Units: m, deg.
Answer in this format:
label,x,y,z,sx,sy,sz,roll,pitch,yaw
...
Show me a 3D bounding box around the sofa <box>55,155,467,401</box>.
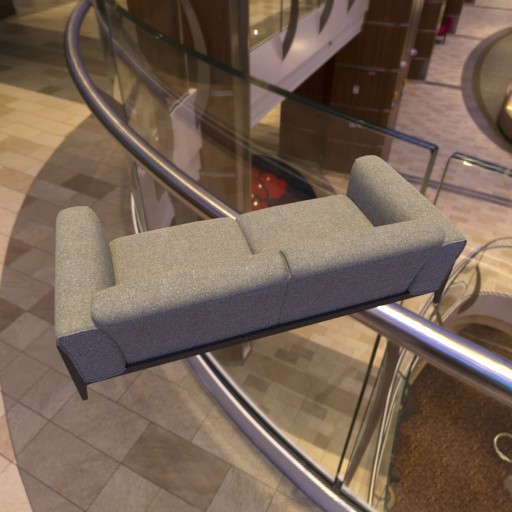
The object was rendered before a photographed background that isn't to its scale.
label,x,y,z,sx,sy,sz,roll,pitch,yaw
sofa,0.000,0.000,2.563,2.125,0.703,0.985,-12,43,-14
